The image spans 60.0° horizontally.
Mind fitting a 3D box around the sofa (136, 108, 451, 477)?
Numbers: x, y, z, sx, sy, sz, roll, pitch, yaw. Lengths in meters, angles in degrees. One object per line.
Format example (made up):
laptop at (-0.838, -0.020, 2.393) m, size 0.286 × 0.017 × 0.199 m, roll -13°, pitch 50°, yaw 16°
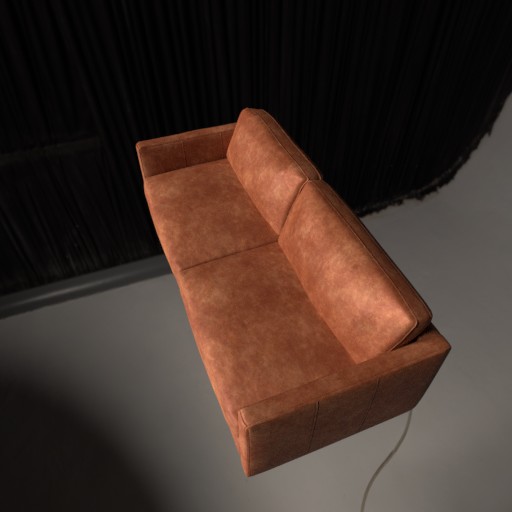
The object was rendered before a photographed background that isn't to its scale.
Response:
sofa at (0.000, 0.000, 2.436) m, size 0.923 × 0.863 × 1.971 m, roll -16°, pitch 48°, yaw -15°
